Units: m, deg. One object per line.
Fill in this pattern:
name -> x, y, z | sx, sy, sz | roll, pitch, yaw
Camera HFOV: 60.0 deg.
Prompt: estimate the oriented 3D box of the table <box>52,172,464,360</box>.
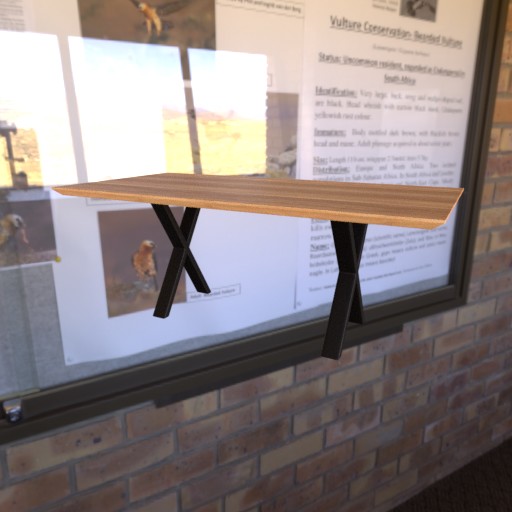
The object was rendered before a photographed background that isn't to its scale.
table -> 0.000, 0.000, 2.507 | 2.000, 0.770, 1.000 | 8, 18, 26
